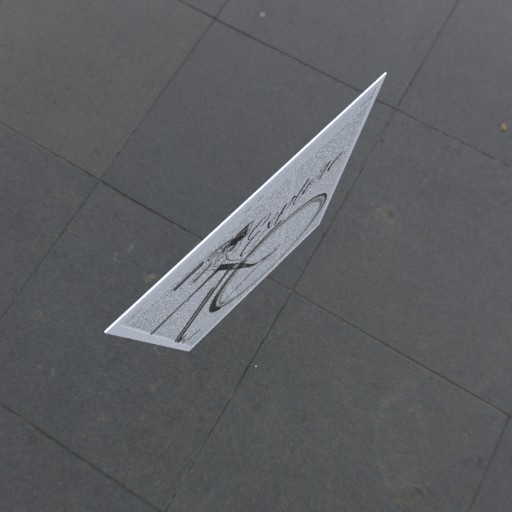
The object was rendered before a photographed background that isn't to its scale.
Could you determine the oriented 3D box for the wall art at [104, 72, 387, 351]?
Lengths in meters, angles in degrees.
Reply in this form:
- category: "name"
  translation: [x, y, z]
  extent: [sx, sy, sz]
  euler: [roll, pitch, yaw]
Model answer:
- category: "wall art"
  translation: [0.000, 0.000, 0.811]
  extent: [0.457, 0.610, 0.003]
  euler: [-44, 80, -10]
